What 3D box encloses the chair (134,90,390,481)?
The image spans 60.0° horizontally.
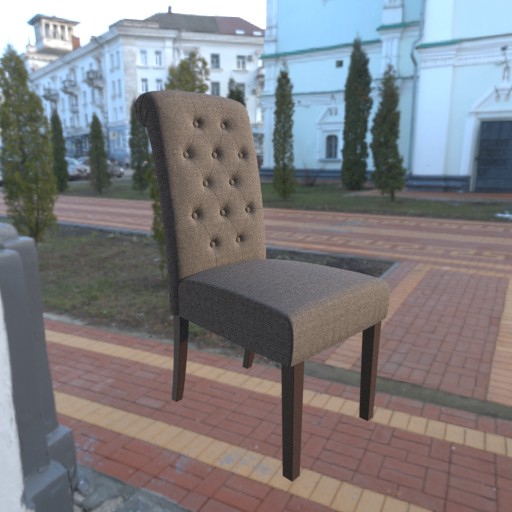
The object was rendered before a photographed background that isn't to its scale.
[{"bbox_3d":[0.000,0.000,1.369,0.671,1.006,0.456,12,17,43],"label":"chair"}]
